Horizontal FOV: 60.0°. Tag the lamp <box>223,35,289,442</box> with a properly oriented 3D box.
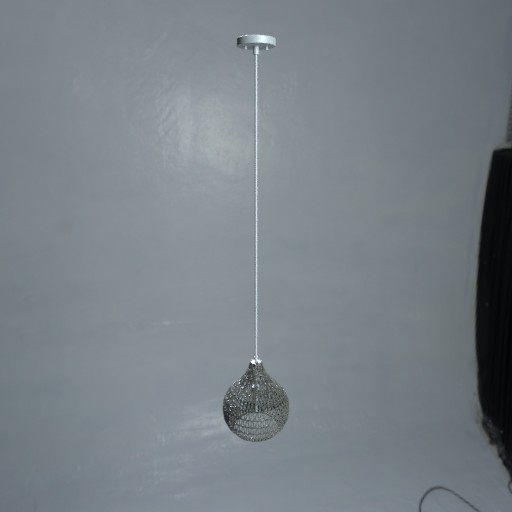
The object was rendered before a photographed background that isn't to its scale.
[{"bbox_3d":[0.000,0.000,2.145,0.355,1.919,0.355,-3,16,-10],"label":"lamp"}]
